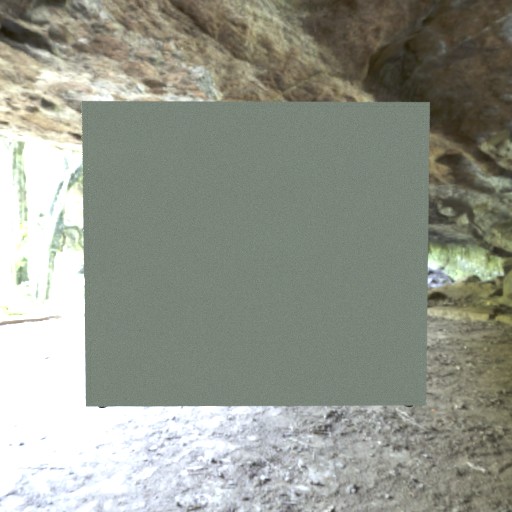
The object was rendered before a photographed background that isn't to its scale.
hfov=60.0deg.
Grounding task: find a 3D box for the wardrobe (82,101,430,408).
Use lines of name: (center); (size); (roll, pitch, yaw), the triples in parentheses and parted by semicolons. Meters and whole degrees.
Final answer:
wardrobe: (0.000, 0.000, 1.904); (1.340, 1.200, 0.360); (0, 2, -1)
